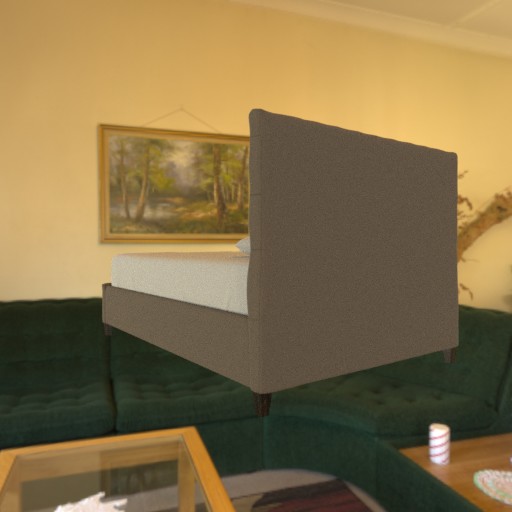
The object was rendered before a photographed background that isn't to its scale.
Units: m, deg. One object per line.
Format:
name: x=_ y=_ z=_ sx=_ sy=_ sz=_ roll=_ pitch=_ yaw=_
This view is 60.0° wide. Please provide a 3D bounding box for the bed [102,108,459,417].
bed: x=0.000 y=0.000 z=3.457 sx=1.698 sy=1.427 sz=2.387 roll=-1 pitch=2 yaw=-36
